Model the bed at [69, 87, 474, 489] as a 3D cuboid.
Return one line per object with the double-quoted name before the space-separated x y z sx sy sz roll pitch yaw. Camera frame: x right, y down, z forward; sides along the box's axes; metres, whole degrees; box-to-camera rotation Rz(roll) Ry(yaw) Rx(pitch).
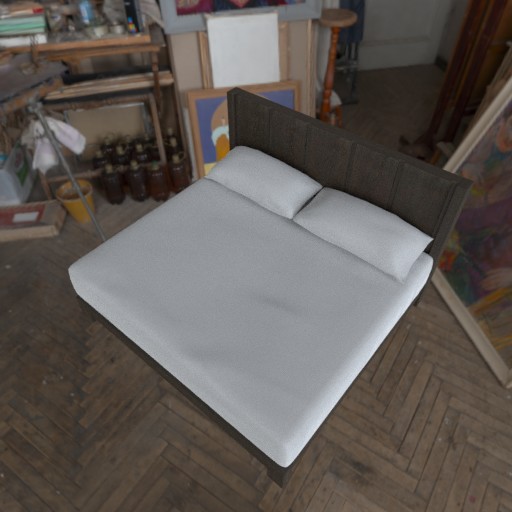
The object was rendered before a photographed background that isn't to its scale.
"bed" 0.000 0.000 3.370 2.134 1.270 2.012 31 54 26
